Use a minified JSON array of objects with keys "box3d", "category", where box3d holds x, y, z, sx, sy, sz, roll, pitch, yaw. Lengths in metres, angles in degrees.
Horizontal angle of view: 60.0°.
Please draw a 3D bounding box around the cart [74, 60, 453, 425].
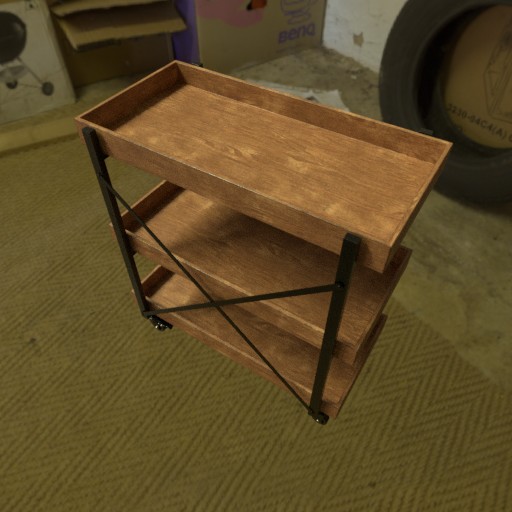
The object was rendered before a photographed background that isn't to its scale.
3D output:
[{"box3d":[0.000,0.000,1.255,0.750,0.800,0.411,25,52,21],"category":"cart"}]
